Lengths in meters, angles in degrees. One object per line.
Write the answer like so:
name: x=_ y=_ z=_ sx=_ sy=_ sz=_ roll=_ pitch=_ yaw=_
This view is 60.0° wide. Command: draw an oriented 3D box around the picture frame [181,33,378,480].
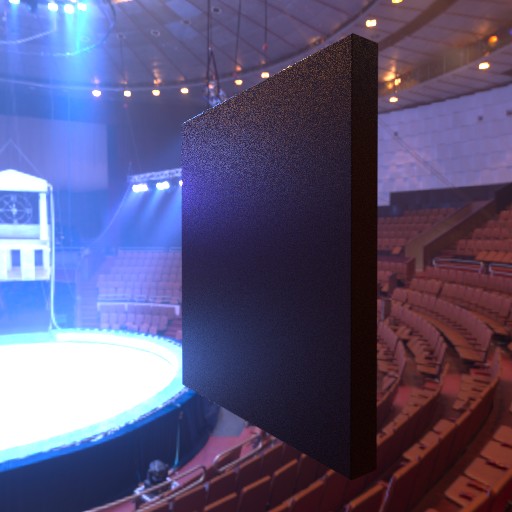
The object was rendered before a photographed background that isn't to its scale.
picture frame: x=0.000 y=0.000 z=0.518 sx=0.034 sy=0.378 sz=0.328 roll=-1 pitch=1 yaw=-35
